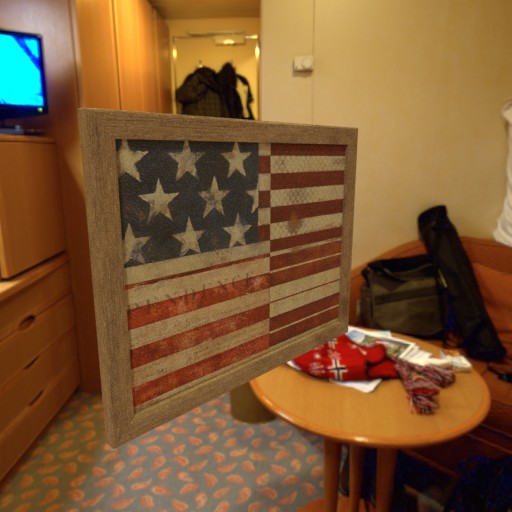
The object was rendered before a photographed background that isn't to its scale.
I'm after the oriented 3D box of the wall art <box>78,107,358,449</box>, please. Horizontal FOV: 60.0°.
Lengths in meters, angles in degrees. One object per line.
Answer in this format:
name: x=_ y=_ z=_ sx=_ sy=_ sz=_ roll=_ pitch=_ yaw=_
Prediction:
wall art: x=0.000 y=0.000 z=0.915 sx=0.026 sy=0.535 sz=0.690 roll=13 pitch=18 yaw=43
